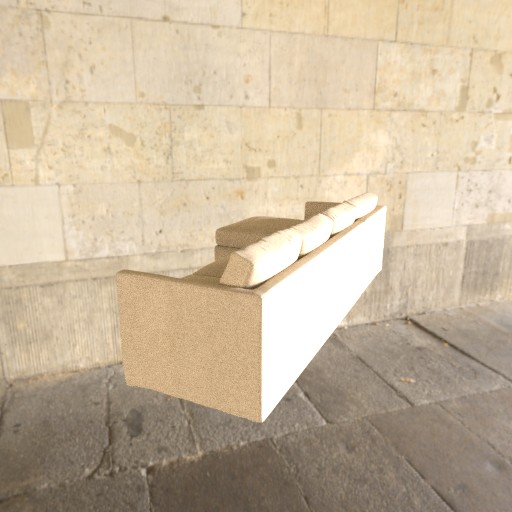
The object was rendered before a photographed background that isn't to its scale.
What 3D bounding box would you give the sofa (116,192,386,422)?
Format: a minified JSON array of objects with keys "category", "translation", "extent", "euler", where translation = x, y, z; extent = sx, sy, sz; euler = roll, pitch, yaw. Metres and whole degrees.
[{"category":"sofa","translation":[0.000,0.000,3.908],"extent":[1.650,0.922,3.205],"euler":[7,17,25]}]
